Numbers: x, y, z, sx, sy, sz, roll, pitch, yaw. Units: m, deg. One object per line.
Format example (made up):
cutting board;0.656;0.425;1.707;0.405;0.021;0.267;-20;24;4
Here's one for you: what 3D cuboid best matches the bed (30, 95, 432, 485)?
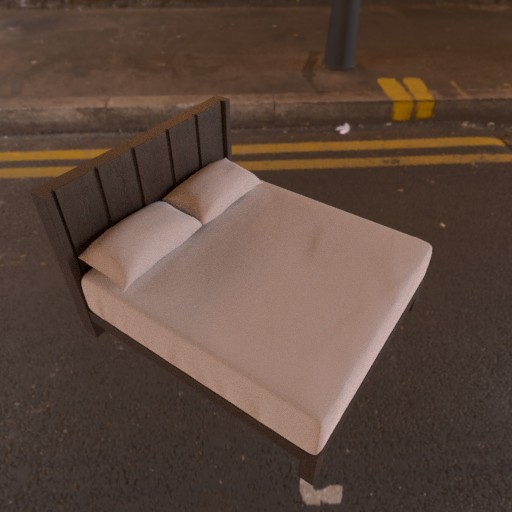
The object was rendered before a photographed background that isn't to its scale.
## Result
bed;0.000;0.000;3.090;1.992;1.261;1.735;25;47;25
